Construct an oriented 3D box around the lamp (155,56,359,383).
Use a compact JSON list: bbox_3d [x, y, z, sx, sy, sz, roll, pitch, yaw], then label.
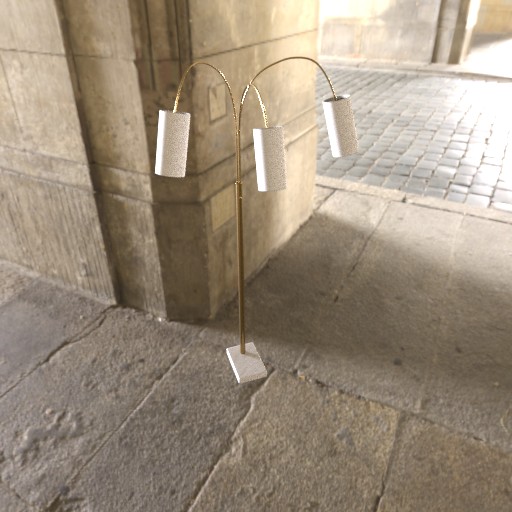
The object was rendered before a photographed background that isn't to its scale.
[{"bbox_3d":[0.000,0.000,2.525,1.020,2.055,0.667,-10,34,-16],"label":"lamp"}]
